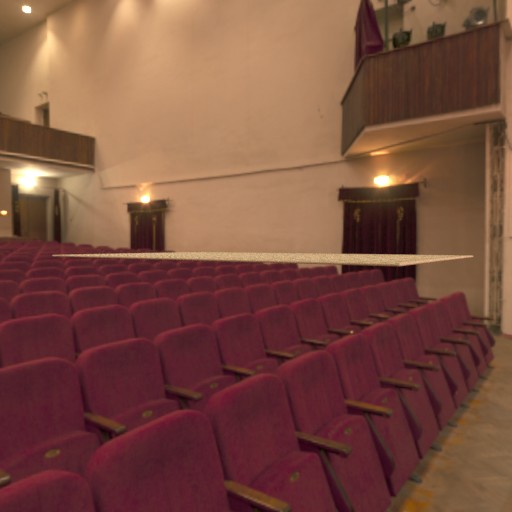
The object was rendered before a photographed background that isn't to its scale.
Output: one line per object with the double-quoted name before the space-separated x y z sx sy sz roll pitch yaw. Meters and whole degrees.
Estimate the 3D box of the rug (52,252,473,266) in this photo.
"rug" 0.000 0.000 3.011 2.435 0.011 1.517 1 2 36
